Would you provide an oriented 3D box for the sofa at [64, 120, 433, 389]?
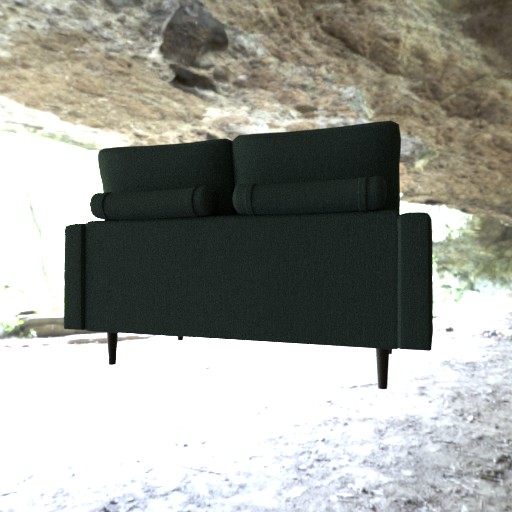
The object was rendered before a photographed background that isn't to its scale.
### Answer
[{"bbox_3d":[0.000,0.000,1.949,1.407,0.907,0.842,0,-1,19],"label":"sofa"}]
